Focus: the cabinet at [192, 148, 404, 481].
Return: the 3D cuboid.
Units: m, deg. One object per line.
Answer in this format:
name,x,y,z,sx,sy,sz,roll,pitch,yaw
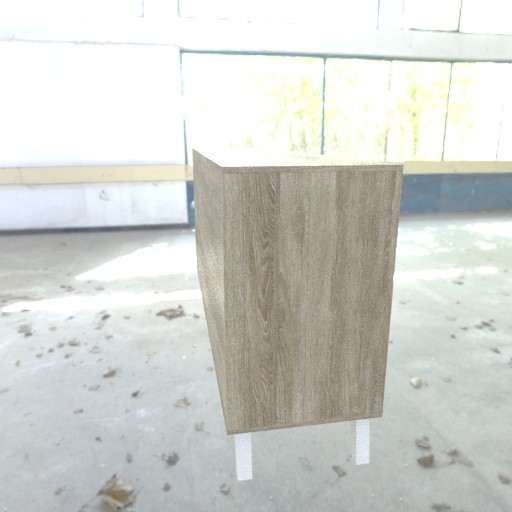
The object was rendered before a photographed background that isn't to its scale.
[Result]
cabinet,0.000,0.000,1.926,0.450,0.870,1.600,-3,15,-10
